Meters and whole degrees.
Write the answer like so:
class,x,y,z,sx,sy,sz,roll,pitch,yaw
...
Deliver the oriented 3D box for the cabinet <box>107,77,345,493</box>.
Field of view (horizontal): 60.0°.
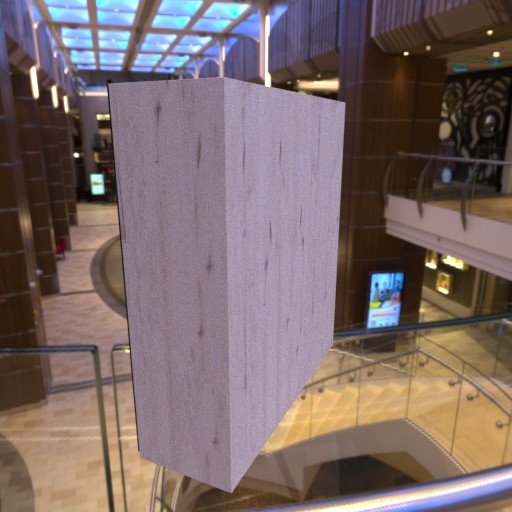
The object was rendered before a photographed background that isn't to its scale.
class,x,y,z,sx,sy,sz,roll,pitch,yaw
cabinet,0.000,0.000,3.197,0.660,2.180,2.000,7,17,25
